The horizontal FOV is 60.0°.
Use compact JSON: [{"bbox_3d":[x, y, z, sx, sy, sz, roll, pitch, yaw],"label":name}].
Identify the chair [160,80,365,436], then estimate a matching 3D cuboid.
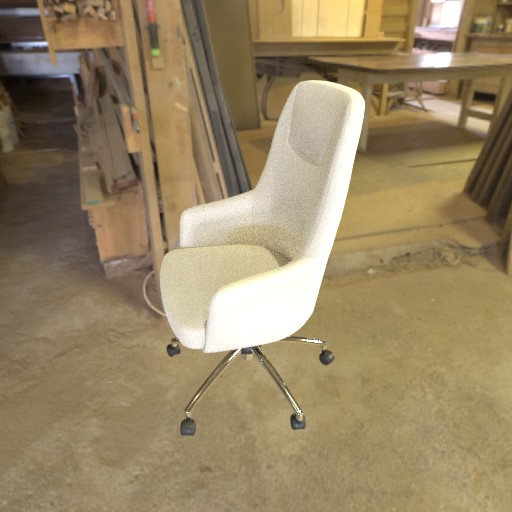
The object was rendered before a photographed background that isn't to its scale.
[{"bbox_3d":[0.000,0.000,1.473,0.640,1.049,0.620,-8,30,-14],"label":"chair"}]
